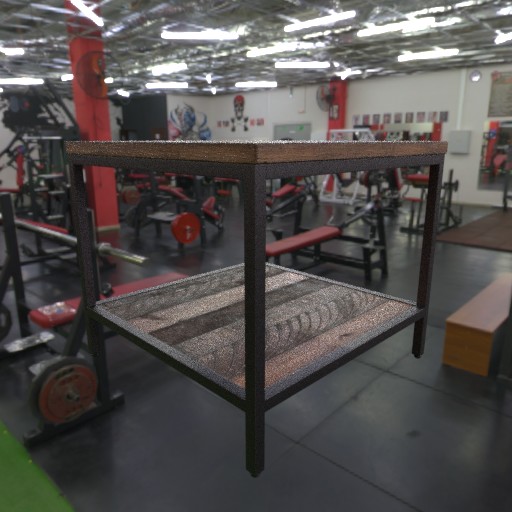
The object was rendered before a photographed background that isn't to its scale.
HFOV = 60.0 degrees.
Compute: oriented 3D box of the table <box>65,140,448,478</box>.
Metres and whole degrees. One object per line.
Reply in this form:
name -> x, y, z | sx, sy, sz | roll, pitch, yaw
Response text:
table -> 0.000, 0.000, 0.960 | 0.548, 0.482, 0.553 | -14, 20, -43
